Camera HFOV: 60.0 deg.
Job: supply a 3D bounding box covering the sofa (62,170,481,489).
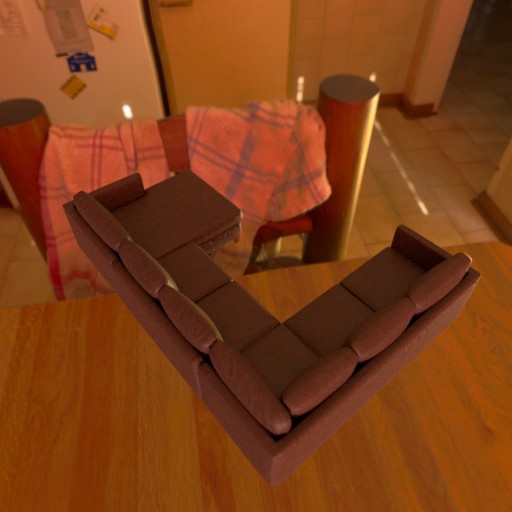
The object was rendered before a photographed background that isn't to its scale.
[{"bbox_3d":[0.000,0.000,4.588,2.593,0.923,3.460,-31,54,-26],"label":"sofa"}]
